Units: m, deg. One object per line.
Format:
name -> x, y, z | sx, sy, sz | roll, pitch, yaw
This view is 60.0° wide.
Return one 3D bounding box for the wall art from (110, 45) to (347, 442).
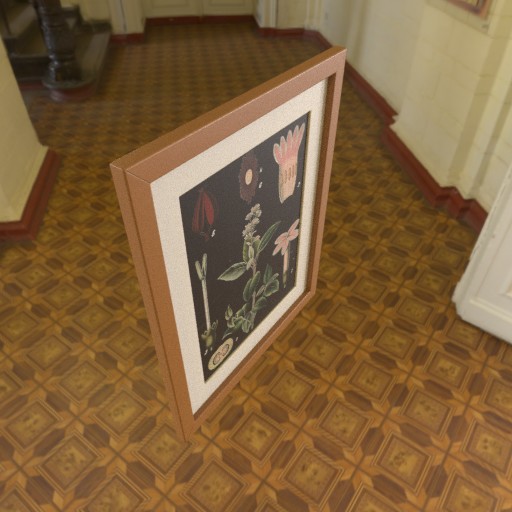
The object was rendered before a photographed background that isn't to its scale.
wall art -> 0.000, 0.000, 0.508 | 0.015, 0.379, 0.310 | 26, 48, 26
